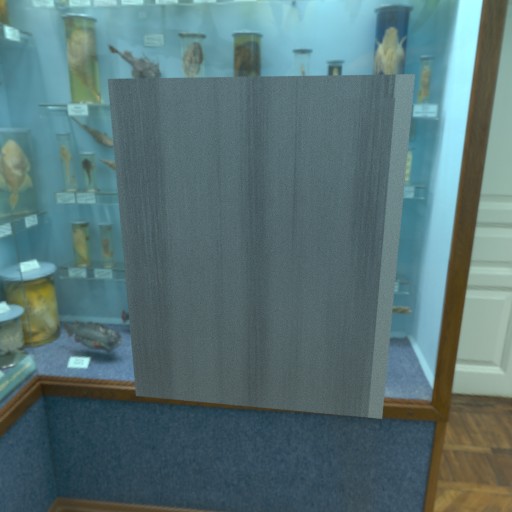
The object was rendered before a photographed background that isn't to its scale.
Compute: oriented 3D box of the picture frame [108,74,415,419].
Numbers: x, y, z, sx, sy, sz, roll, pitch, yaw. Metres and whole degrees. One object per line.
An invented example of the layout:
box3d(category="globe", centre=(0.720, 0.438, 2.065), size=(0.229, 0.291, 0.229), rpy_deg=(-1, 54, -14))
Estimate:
box3d(category="picture frame", centre=(0.000, 0.000, 0.742), size=(0.449, 0.555, 0.046), rpy_deg=(2, 17, 8))
